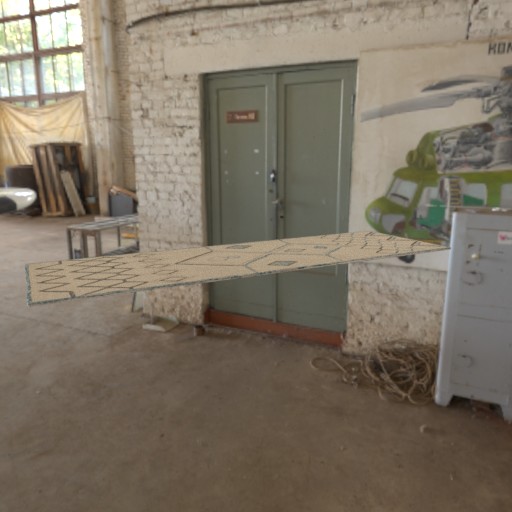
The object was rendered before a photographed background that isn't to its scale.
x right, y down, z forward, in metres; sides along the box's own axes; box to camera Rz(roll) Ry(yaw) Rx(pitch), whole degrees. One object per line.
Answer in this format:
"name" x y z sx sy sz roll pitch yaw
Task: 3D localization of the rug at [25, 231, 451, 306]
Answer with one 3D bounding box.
"rug" 0.000 0.000 2.628 2.434 0.013 0.770 -6 14 -27
